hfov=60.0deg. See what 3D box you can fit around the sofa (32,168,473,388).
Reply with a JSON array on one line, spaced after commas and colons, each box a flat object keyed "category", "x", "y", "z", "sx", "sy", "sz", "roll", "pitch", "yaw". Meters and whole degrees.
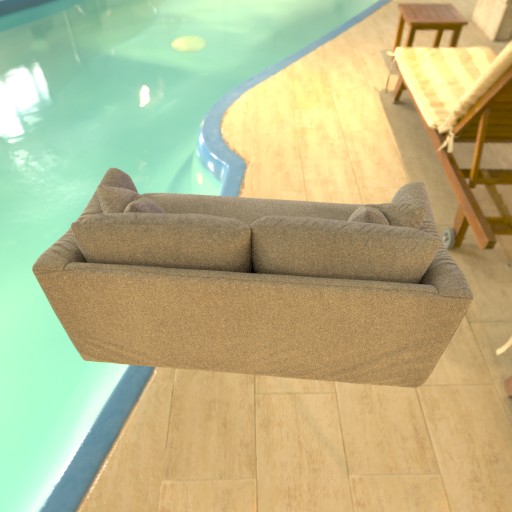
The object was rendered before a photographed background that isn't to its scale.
[{"category": "sofa", "x": 0.000, "y": 0.000, "z": 2.583, "sx": 2.010, "sy": 1.018, "sz": 1.072, "roll": 4, "pitch": 46, "yaw": 3}]
